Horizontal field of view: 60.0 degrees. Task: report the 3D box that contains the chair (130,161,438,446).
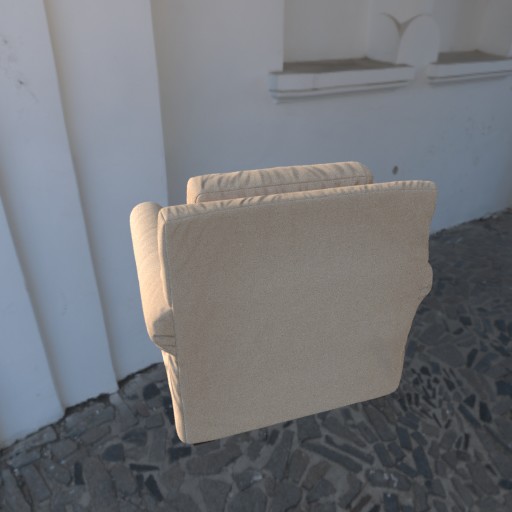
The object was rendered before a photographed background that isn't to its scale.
[{"bbox_3d":[0.000,0.000,1.788,0.940,0.866,1.066,-8,28,-16],"label":"chair"}]
